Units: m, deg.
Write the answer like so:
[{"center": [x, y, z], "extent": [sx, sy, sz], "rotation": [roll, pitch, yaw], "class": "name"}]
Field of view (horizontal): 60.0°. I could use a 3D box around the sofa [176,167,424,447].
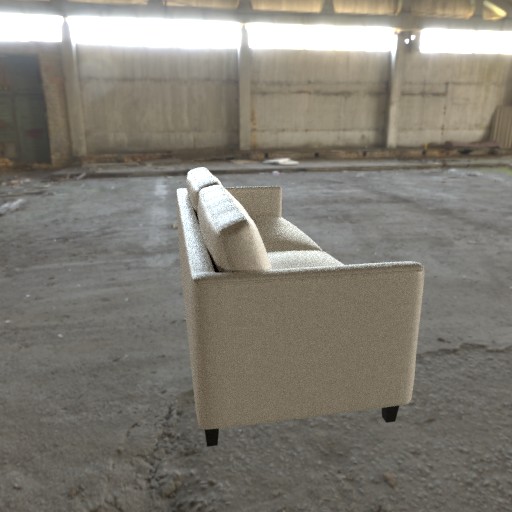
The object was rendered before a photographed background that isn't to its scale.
[{"center": [0.000, 0.000, 2.866], "extent": [0.948, 0.965, 2.434], "rotation": [-3, 17, -11], "class": "sofa"}]
